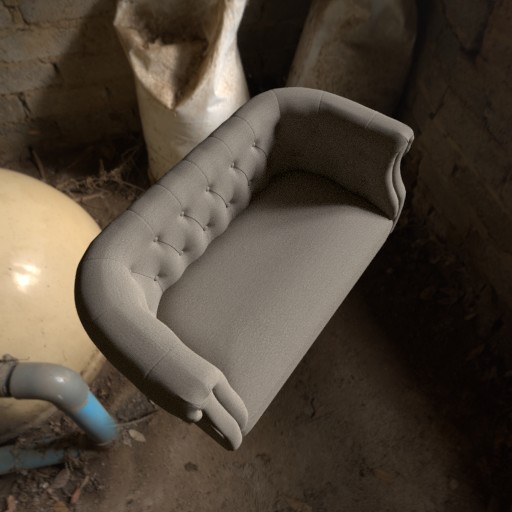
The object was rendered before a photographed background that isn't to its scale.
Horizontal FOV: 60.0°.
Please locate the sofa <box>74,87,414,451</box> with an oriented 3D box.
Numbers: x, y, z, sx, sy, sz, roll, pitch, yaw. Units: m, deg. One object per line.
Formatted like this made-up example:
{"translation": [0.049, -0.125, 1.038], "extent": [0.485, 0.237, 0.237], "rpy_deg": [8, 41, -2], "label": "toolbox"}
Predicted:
{"translation": [0.000, 0.000, 2.044], "extent": [0.835, 0.827, 1.558], "rpy_deg": [33, 64, 18], "label": "sofa"}
